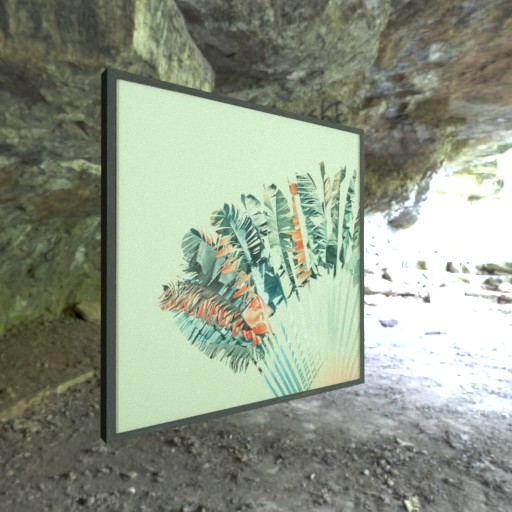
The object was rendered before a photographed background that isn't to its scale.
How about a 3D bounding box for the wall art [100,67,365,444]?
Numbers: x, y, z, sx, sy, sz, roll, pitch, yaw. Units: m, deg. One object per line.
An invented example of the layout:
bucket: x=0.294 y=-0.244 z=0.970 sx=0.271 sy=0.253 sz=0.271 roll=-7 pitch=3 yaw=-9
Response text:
wall art: x=0.000 y=0.000 z=1.128 sx=0.762 sy=0.758 sz=0.043 roll=0 pitch=0 yaw=-35
